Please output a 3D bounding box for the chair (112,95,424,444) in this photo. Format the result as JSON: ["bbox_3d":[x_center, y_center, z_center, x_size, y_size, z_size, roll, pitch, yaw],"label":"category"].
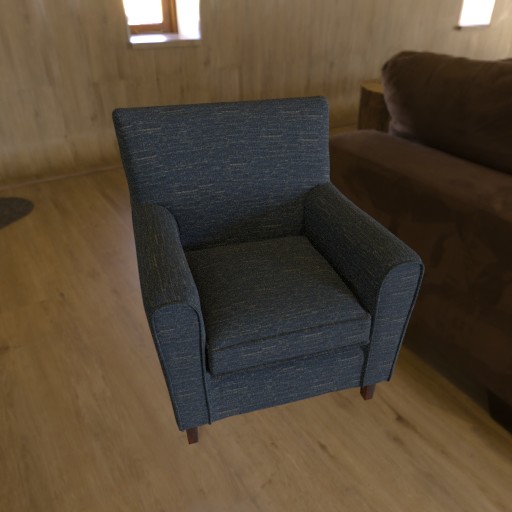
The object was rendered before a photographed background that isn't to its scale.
[{"bbox_3d":[0.000,0.000,1.625,0.864,0.928,0.873,-9,32,-14],"label":"chair"}]
